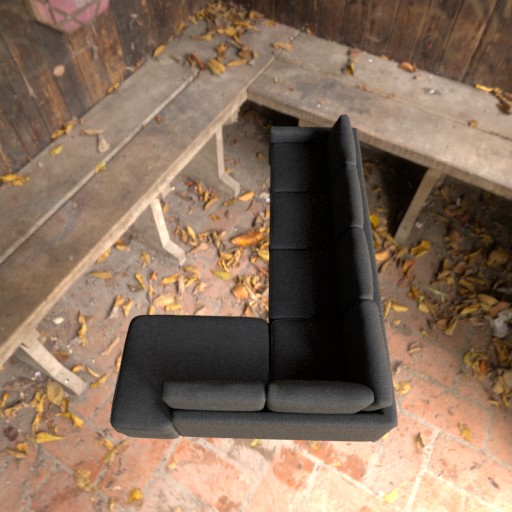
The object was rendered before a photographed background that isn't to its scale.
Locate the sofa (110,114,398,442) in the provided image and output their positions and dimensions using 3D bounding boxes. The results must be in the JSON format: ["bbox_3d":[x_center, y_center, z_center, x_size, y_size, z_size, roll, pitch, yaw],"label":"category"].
[{"bbox_3d":[0.000,0.000,3.884,1.984,0.858,2.972,1,57,1],"label":"sofa"}]
